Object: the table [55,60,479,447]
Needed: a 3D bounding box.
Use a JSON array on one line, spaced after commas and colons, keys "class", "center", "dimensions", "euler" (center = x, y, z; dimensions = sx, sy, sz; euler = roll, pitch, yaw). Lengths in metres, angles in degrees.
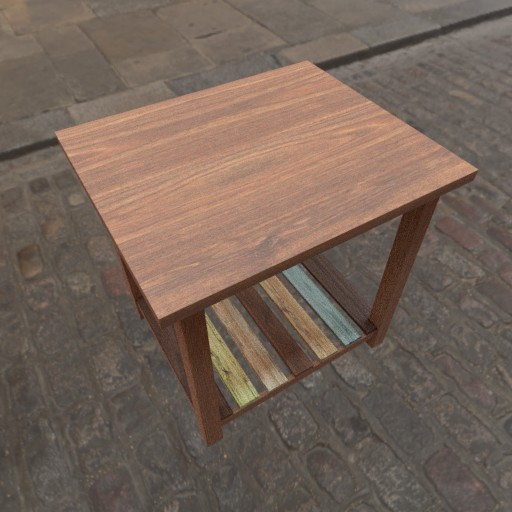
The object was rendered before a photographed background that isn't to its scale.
[{"class": "table", "center": [0.000, 0.000, 1.129], "dimensions": [0.660, 0.635, 0.559], "euler": [-24, 52, -21]}]
